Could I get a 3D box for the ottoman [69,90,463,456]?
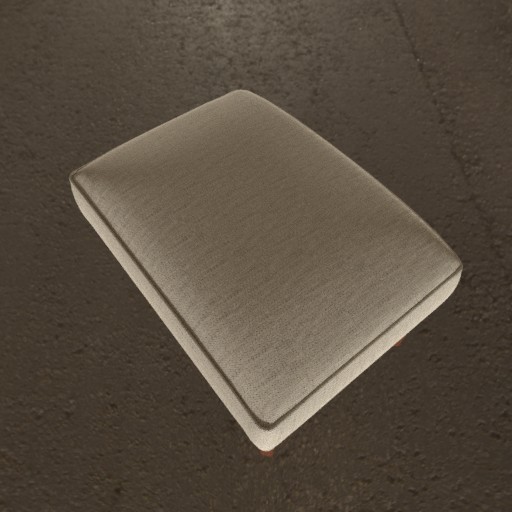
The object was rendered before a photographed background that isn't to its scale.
[{"bbox_3d":[0.000,0.000,1.150,0.594,0.465,0.794,-33,62,-21],"label":"ottoman"}]
